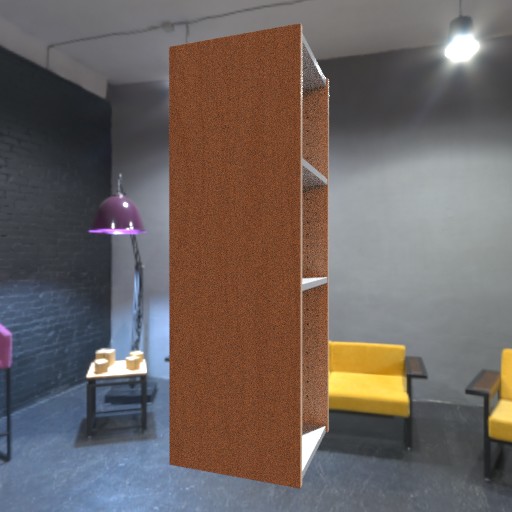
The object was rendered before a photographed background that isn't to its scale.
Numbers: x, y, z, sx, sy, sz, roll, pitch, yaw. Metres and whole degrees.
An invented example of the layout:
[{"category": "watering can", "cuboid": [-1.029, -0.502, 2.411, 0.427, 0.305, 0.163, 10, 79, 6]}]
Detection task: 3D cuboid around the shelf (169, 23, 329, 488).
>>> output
[{"category": "shelf", "cuboid": [0.000, 0.000, 1.046, 0.290, 0.900, 0.300, 0, 0, 20]}]
